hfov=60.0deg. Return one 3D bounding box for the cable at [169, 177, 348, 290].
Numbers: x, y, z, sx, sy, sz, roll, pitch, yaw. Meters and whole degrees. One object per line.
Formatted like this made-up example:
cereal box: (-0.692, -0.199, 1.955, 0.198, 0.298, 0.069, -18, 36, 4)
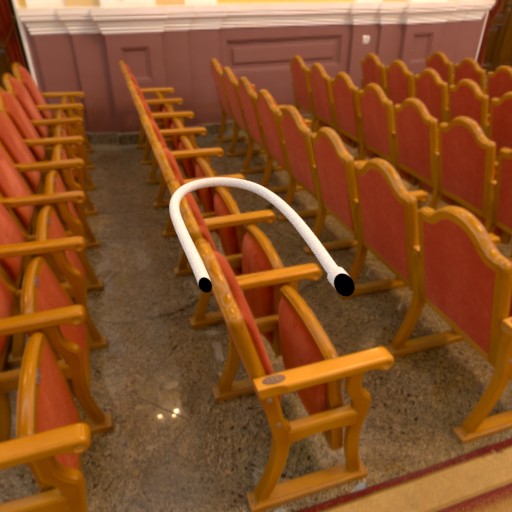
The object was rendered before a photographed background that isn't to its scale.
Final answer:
cable: (0.000, 0.000, 0.110, 0.040, 0.006, 0.098, -10, 34, -15)
